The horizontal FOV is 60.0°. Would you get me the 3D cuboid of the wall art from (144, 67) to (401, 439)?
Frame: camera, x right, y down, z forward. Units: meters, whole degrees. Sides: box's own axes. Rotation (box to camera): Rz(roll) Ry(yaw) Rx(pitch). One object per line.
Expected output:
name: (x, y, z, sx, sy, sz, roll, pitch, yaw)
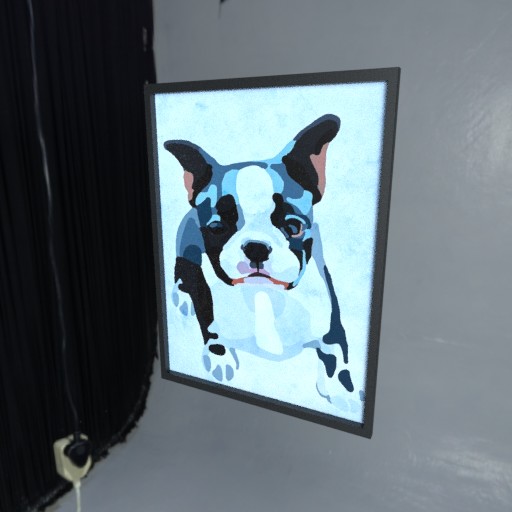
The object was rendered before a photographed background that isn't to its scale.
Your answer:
wall art: (0.000, 0.000, 1.364, 0.774, 1.027, 0.030, 7, 16, 26)
